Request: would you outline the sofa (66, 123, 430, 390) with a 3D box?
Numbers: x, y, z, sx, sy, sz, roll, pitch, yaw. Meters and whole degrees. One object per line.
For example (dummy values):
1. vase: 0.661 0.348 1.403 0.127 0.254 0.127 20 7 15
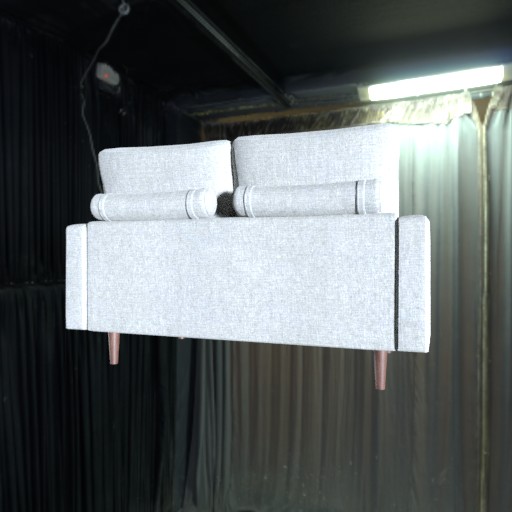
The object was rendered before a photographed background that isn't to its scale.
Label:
1. sofa: 0.000 0.000 1.964 1.407 0.907 0.842 0 0 19
